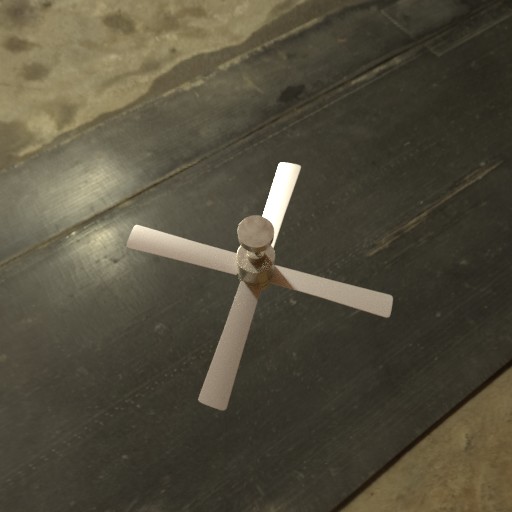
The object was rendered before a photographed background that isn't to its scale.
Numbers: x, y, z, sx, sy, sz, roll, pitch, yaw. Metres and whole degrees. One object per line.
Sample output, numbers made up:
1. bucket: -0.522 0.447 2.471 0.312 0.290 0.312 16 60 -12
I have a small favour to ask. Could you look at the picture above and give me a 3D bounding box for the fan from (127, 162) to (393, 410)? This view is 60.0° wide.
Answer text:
1. fan: 0.000 0.000 2.317 1.525 0.539 1.525 16 66 7
